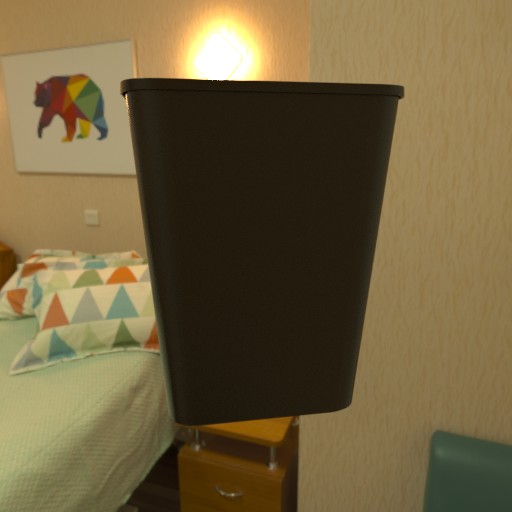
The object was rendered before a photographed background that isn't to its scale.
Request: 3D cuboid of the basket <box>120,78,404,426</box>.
[{"bbox_3d":[0.000,0.000,0.757,0.394,0.521,0.287,-2,13,-10],"label":"basket"}]
